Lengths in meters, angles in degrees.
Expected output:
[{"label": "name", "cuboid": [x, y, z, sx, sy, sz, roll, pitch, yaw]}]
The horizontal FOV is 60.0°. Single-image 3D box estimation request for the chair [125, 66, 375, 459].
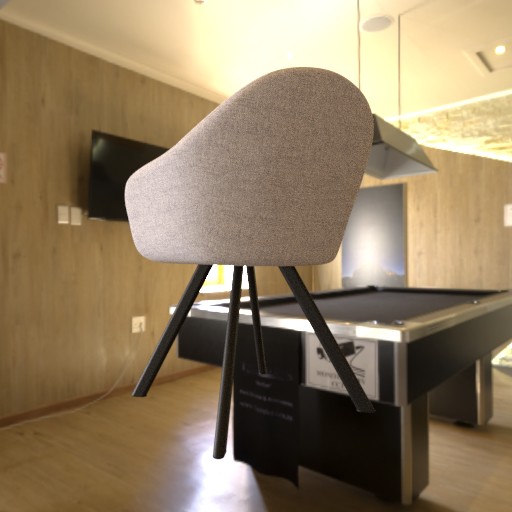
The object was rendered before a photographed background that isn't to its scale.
[{"label": "chair", "cuboid": [0.000, 0.000, 1.142, 0.540, 0.780, 0.570, 0, 0, -35]}]
